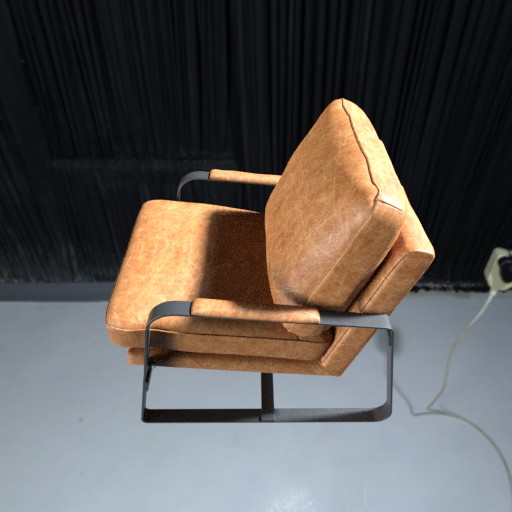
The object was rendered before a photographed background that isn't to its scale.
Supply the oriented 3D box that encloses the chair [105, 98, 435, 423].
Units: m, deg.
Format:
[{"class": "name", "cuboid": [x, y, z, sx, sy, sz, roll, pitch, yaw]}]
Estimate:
[{"class": "chair", "cuboid": [0.000, 0.000, 1.333, 0.801, 0.777, 0.651, 0, 41, 0]}]
